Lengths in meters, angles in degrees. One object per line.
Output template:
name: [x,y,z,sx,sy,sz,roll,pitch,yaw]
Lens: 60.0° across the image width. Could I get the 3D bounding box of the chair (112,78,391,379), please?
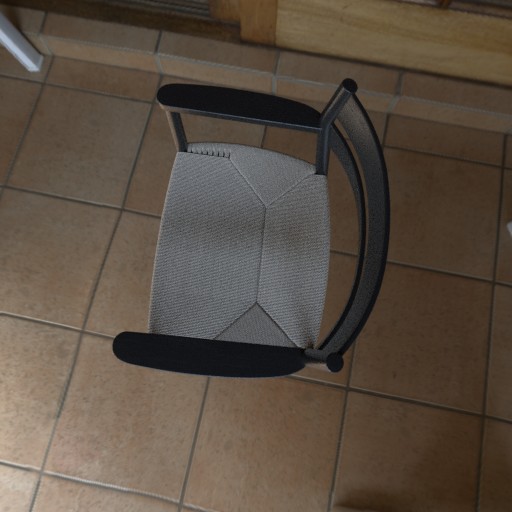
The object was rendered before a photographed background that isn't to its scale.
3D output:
chair: [0.000,0.000,1.184,0.508,0.775,0.630,6,76,1]
